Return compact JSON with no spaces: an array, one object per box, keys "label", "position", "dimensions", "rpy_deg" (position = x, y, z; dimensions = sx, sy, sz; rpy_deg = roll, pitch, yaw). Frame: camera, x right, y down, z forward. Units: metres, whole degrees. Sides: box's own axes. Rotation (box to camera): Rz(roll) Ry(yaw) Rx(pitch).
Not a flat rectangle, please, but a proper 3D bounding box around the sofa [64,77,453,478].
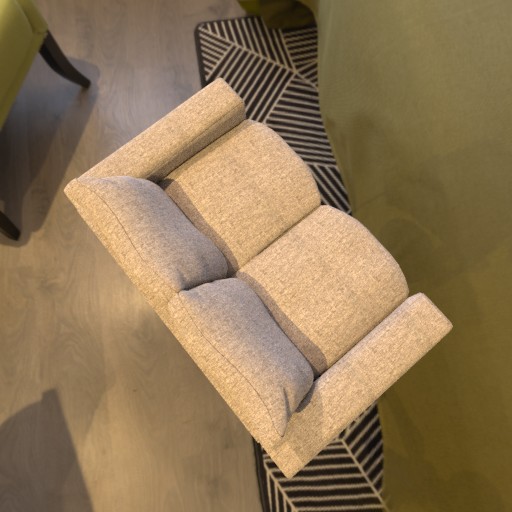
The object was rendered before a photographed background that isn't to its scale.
[{"label":"sofa","position":[0.000,0.000,2.257],"dimensions":[1.094,0.877,1.758],"rpy_deg":[-39,79,-9]}]
